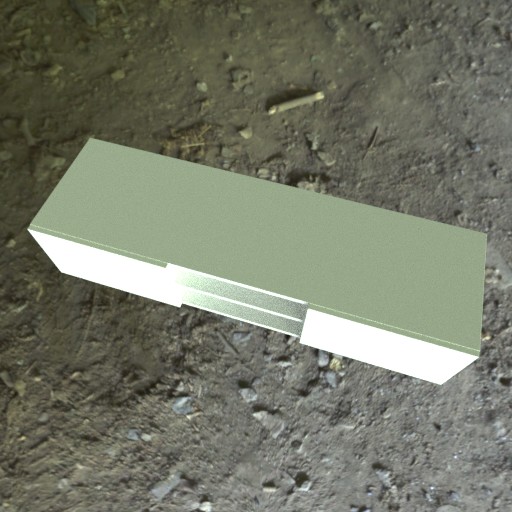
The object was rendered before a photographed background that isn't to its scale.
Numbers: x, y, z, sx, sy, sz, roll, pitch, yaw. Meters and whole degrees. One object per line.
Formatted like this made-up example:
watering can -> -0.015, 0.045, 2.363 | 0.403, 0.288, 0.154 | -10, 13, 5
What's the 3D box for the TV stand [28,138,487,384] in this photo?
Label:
TV stand -> 0.000, 0.000, 1.541 | 1.400, 0.310, 0.420 | 15, 60, 9
